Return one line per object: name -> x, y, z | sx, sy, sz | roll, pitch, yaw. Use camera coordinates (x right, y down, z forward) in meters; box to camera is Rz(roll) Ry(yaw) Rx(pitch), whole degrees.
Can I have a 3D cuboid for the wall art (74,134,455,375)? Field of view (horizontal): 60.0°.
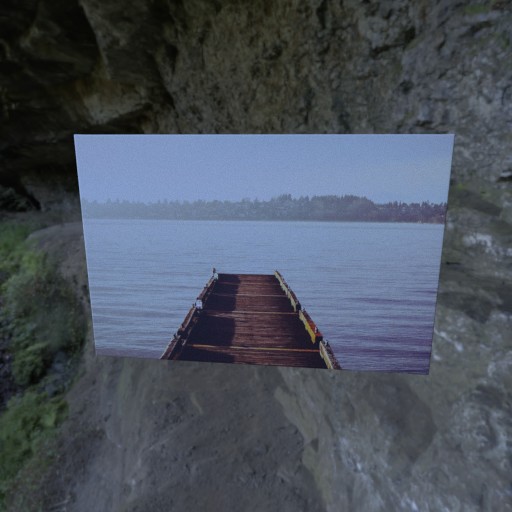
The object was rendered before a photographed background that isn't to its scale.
wall art -> 0.000, 0.000, 1.444 | 1.149, 0.765, 0.040 | 2, 15, 7
